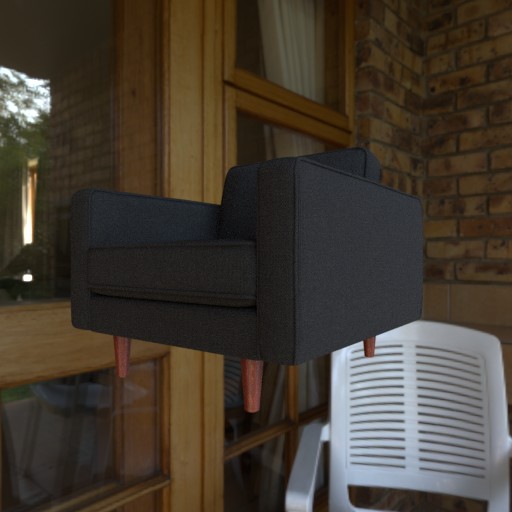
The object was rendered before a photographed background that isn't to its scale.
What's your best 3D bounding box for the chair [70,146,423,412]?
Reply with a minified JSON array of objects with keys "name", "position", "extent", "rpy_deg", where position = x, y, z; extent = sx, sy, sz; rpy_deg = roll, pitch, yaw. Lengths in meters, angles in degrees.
[{"name":"chair","position":[0.000,0.000,1.549],"extent":[0.899,0.770,0.919],"rpy_deg":[0,0,37]}]
